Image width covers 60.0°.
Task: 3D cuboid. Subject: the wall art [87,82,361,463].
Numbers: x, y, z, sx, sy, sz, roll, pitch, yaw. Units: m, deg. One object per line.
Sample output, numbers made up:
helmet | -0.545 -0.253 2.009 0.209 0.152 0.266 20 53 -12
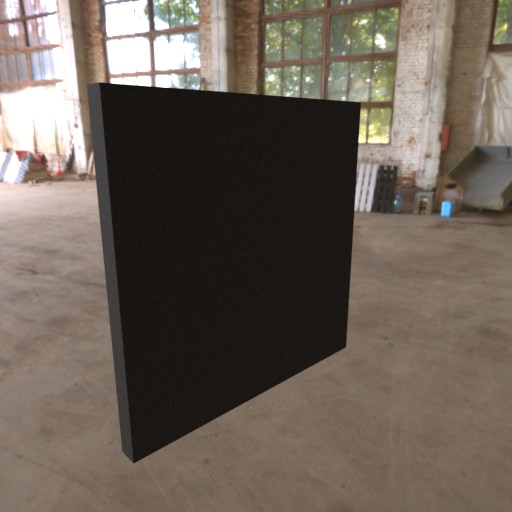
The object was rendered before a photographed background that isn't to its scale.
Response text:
wall art | 0.000 0.000 0.670 0.462 0.458 0.030 -14 21 -42
